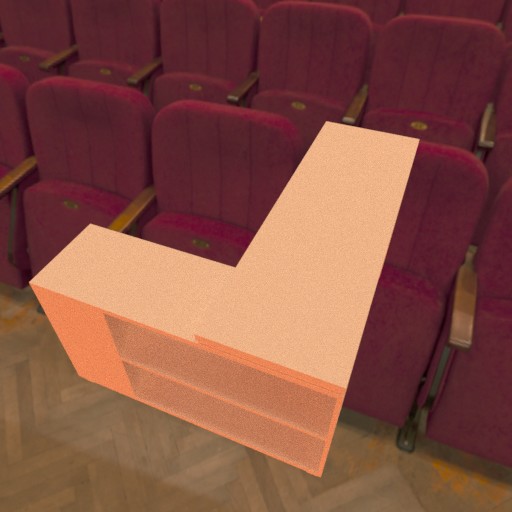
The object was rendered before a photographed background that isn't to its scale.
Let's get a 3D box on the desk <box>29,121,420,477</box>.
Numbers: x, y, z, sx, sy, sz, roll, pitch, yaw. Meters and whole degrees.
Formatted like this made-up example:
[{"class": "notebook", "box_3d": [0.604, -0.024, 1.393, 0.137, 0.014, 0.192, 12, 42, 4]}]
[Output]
[{"class": "desk", "box_3d": [0.000, 0.000, 2.219, 1.199, 0.759, 1.524, 16, 47, 16]}]
